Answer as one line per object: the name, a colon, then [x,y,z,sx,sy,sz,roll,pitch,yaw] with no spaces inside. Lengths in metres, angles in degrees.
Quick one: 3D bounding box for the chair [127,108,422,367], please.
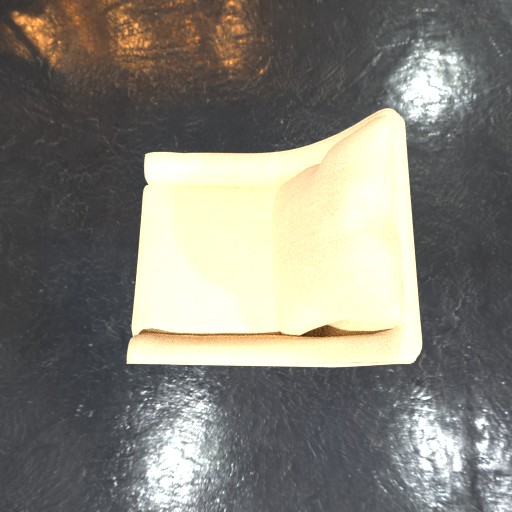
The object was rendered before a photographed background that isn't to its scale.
chair: [0.000,0.000,1.581,0.876,0.927,0.760,1,75,0]
